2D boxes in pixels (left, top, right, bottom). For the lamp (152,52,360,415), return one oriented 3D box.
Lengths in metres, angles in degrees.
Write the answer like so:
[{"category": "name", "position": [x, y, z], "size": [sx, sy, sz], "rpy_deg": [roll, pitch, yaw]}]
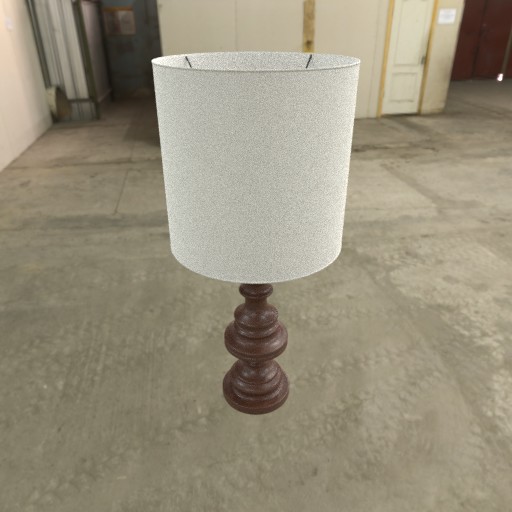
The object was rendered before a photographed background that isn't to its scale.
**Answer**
[{"category": "lamp", "position": [0.000, 0.000, 0.559], "size": [0.208, 0.455, 0.208], "rpy_deg": [9, 30, 17]}]
